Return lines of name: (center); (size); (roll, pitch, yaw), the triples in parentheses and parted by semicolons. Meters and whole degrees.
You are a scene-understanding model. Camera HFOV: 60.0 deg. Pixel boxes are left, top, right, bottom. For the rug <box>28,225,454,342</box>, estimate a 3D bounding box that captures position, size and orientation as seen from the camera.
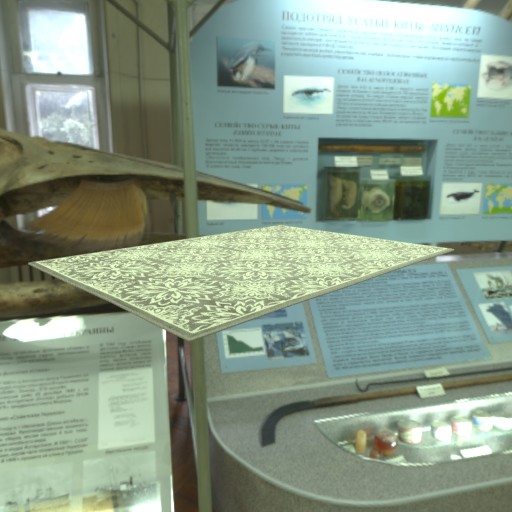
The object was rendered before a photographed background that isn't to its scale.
rug: (0.000, 0.000, 2.823); (2.213, 0.014, 1.608); (-12, 17, -43)
